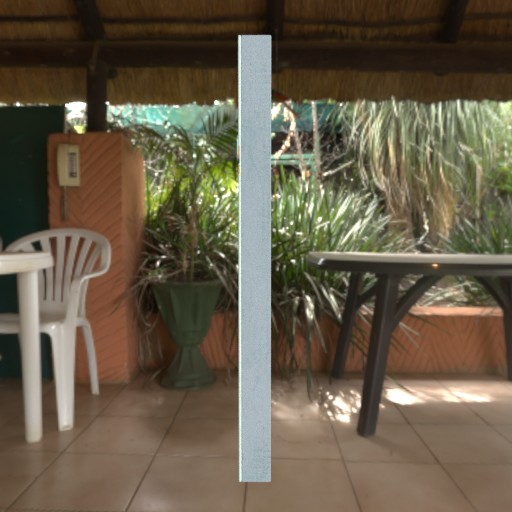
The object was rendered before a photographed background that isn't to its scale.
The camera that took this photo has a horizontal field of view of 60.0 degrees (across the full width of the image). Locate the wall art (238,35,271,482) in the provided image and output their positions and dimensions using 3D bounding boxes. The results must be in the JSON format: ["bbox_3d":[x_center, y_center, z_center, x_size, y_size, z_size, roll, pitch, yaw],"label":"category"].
[{"bbox_3d":[0.000,0.000,0.708,0.037,0.509,0.409,0,2,0],"label":"wall art"}]
